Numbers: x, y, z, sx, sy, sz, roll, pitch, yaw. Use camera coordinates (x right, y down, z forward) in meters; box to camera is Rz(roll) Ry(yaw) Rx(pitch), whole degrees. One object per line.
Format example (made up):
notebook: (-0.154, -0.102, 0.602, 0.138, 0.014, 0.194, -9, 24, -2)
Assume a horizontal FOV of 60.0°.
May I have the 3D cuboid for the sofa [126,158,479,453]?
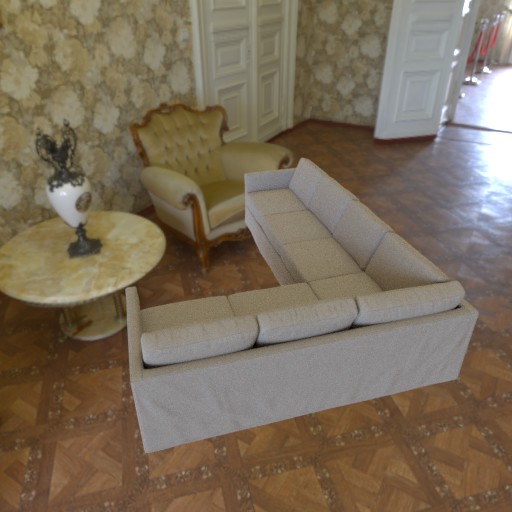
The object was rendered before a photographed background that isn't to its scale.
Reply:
sofa: (0.000, 0.000, 4.286, 2.432, 0.871, 3.182, -8, 32, -13)
